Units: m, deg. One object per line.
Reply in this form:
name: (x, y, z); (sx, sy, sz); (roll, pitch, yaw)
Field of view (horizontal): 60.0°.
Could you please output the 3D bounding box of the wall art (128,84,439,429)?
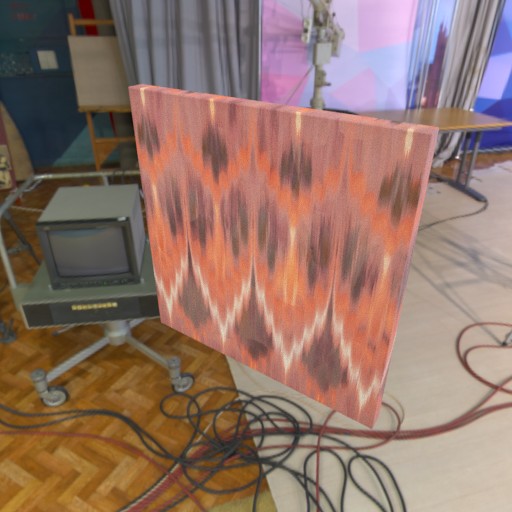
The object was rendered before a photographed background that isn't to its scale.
wall art: (0.000, 0.000, 0.915); (0.603, 0.609, 0.037); (19, 36, 29)
